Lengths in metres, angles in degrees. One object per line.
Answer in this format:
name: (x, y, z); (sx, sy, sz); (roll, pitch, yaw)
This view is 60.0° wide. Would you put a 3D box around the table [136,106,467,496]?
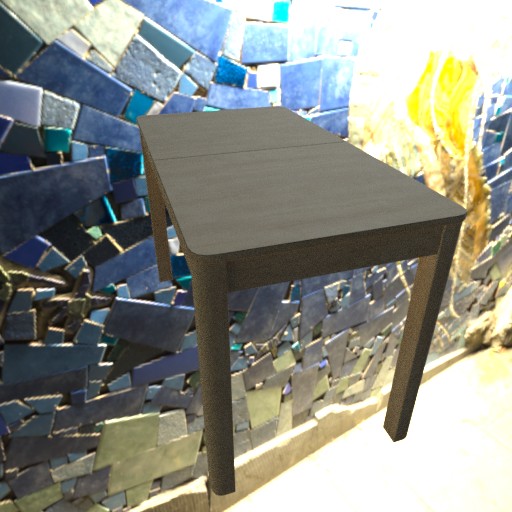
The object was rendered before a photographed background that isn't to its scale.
table: (0.000, 0.000, 1.859); (0.750, 0.900, 1.400); (-9, 32, -16)
